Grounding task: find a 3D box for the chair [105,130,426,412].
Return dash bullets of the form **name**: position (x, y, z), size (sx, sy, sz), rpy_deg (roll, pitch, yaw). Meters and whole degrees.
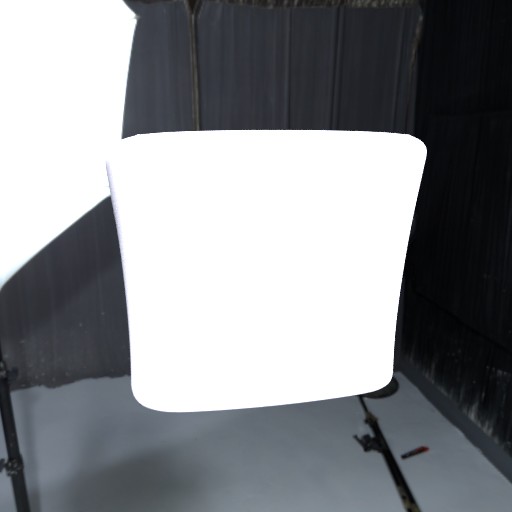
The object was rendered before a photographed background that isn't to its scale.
- **chair**: position (0.000, 0.000, 1.336), size (0.790, 0.720, 0.700), rpy_deg (-3, 15, -10)
